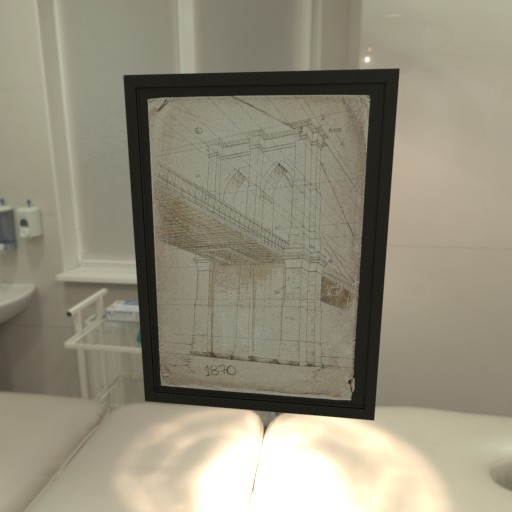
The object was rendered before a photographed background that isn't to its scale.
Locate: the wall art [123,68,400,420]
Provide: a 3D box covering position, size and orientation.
[{"bbox_3d":[0.000,0.000,0.849,0.480,0.657,0.016,2,14,8],"label":"wall art"}]
